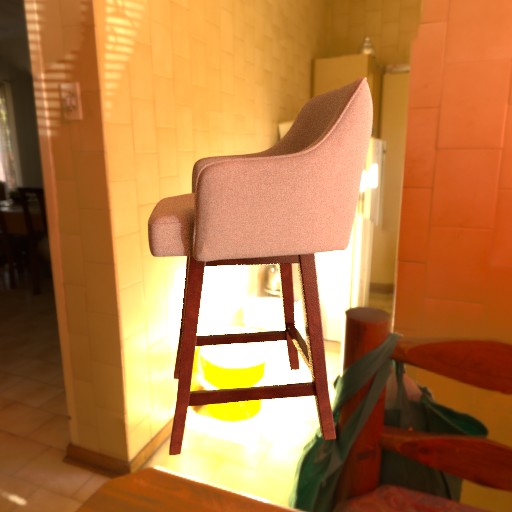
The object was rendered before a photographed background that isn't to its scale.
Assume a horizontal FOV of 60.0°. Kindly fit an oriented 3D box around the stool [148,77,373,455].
[{"bbox_3d":[0.000,0.000,1.264,0.560,0.936,0.550,-2,13,-9],"label":"stool"}]
